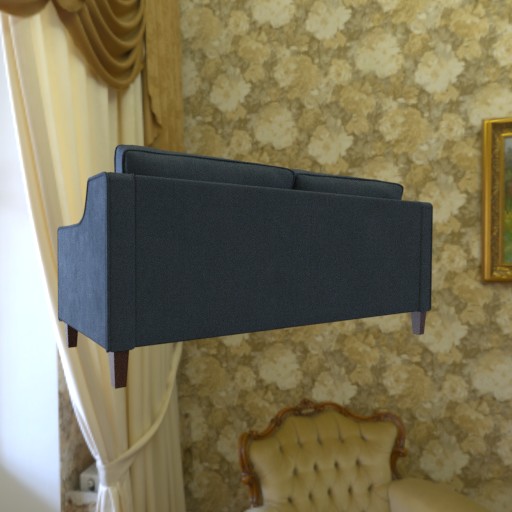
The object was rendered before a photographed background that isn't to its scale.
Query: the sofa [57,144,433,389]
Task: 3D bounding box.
[{"bbox_3d":[0.000,0.000,2.830,2.178,1.071,1.066,-1,1,-34],"label":"sofa"}]
